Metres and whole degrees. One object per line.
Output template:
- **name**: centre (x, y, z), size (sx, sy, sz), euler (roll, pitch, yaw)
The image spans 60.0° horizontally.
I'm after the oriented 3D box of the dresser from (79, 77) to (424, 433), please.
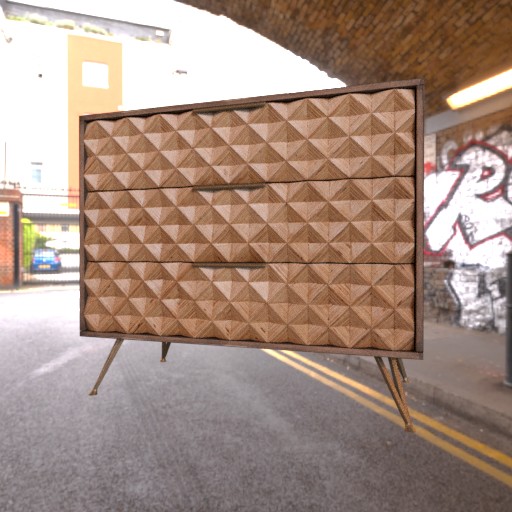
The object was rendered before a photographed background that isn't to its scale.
- **dresser**: centre (0.000, 0.000, 1.336), size (0.923, 0.801, 0.453), euler (0, 1, 17)
